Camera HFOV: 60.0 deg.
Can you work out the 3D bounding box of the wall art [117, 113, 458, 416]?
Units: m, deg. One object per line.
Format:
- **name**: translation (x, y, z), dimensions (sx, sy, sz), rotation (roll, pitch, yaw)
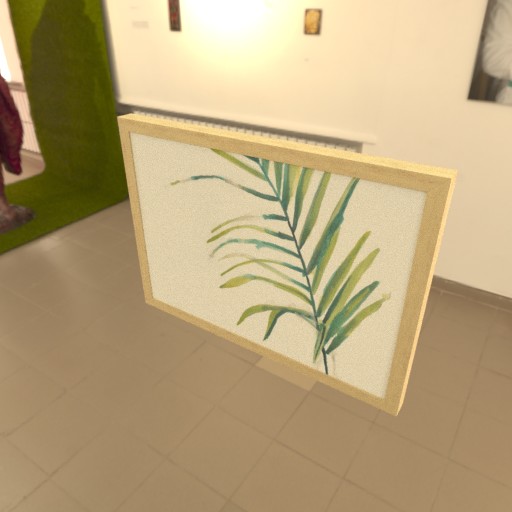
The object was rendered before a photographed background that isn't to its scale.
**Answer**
- **wall art**: translation (0.000, 0.000, 0.717), dimensions (0.532, 0.380, 0.032), rotation (18, 35, 28)
